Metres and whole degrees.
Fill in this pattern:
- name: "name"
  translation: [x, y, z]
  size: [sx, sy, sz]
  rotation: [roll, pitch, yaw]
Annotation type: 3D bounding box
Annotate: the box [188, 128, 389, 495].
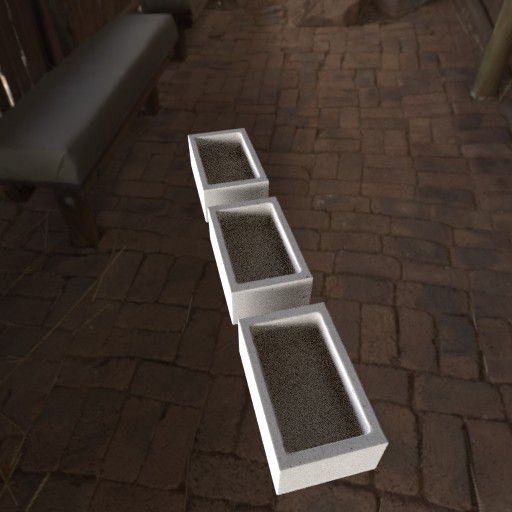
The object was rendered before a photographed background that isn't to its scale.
- name: "box"
  translation: [0.000, 0.000, 0.485]
  size: [0.082, 0.051, 0.461]
  rotation: [-10, 46, -10]
